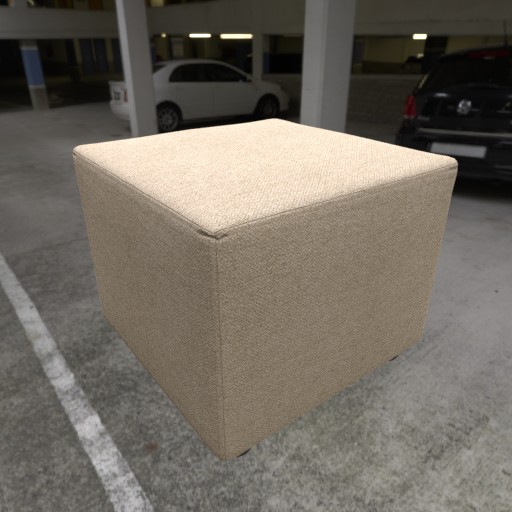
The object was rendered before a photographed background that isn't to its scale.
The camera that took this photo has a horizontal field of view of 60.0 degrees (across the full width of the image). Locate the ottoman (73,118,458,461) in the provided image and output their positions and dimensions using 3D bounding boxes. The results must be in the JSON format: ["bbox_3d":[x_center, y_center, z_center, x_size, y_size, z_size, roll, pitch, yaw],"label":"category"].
[{"bbox_3d":[0.000,0.000,0.872,0.508,0.432,0.508,-19,32,-33],"label":"ottoman"}]
